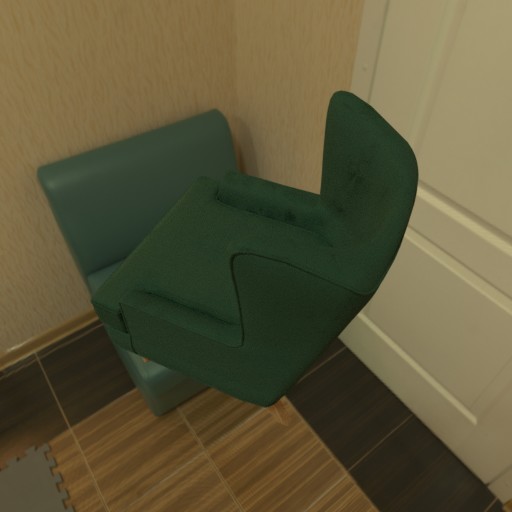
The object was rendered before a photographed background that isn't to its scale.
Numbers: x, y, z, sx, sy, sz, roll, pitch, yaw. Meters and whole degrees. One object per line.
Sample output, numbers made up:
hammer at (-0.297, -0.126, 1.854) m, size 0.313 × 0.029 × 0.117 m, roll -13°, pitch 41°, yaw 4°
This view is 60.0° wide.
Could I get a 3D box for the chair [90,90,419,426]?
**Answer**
chair at (0.000, 0.000, 1.579) m, size 0.910 × 0.952 × 0.793 m, roll 19°, pitch 50°, yaw 16°
